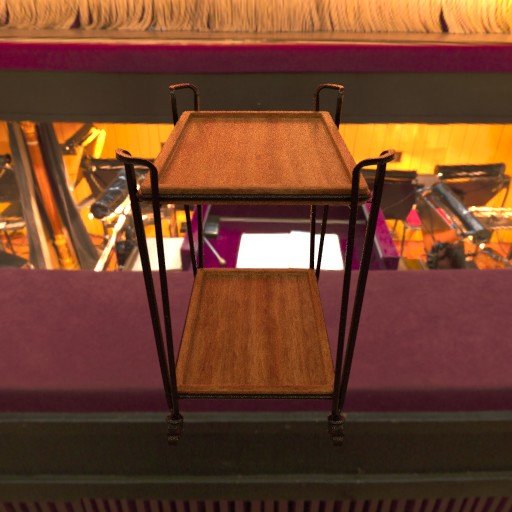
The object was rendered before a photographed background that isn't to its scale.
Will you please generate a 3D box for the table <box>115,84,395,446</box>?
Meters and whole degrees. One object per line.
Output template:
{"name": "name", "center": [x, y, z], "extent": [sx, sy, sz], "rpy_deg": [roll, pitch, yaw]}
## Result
{"name": "table", "center": [0.000, 0.000, 1.233], "extent": [0.505, 0.785, 0.672], "rpy_deg": [0, 32, 0]}
